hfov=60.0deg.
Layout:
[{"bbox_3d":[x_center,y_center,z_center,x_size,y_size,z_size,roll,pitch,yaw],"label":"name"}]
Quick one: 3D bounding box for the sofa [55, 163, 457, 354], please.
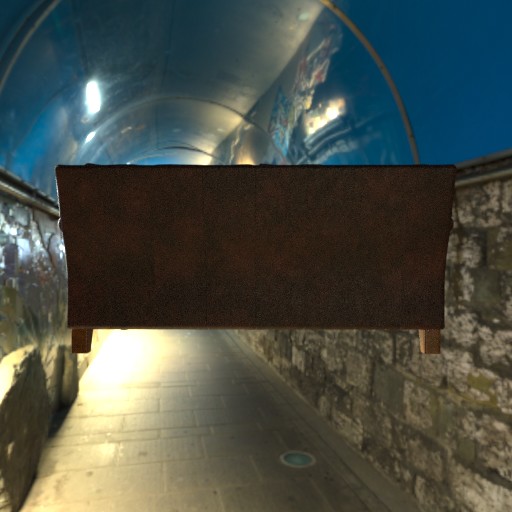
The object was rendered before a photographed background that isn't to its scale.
[{"bbox_3d":[0.000,0.000,2.780,2.144,1.071,1.147,0,-1,0],"label":"sofa"}]
